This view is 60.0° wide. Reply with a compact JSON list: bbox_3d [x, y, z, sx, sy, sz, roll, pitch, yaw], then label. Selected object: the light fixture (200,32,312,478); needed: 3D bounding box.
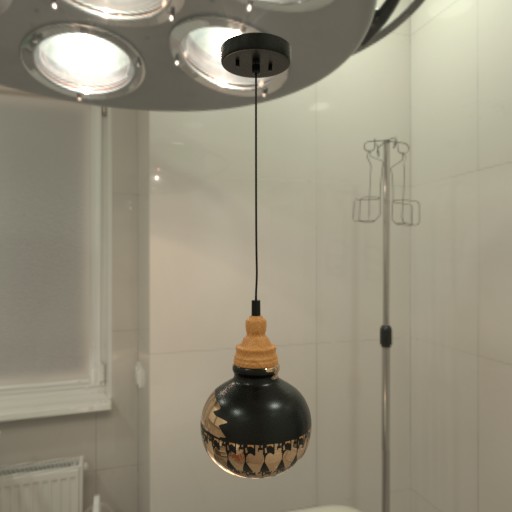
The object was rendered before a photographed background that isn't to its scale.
[{"bbox_3d":[0.000,0.000,1.729,0.430,1.606,0.430,0,0,-17],"label":"light fixture"}]
